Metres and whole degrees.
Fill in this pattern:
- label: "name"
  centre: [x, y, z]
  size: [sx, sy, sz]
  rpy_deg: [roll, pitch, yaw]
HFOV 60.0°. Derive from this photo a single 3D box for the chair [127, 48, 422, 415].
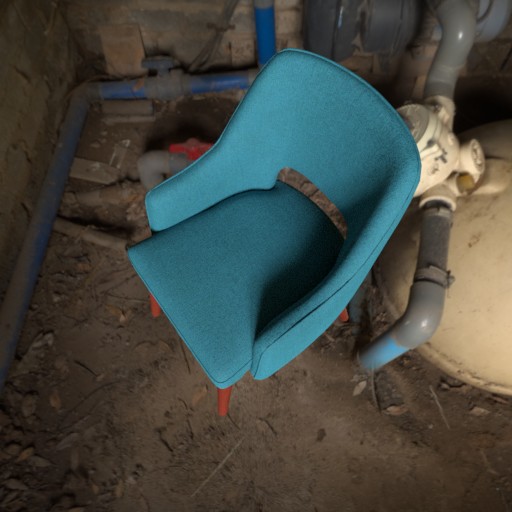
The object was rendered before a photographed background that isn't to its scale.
- label: "chair"
  centre: [0.000, 0.000, 1.202]
  size: [0.605, 0.849, 0.548]
  rpy_deg: [-33, 67, -16]
